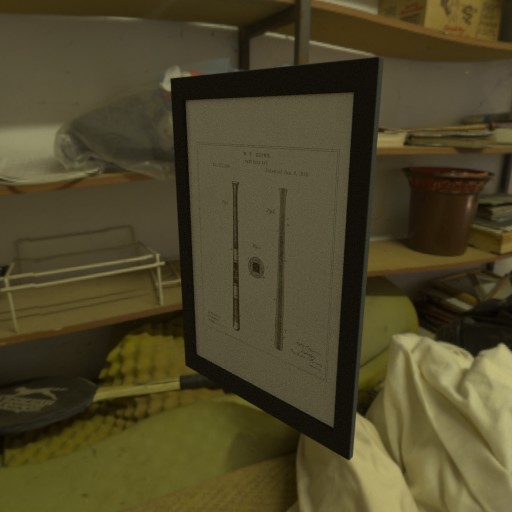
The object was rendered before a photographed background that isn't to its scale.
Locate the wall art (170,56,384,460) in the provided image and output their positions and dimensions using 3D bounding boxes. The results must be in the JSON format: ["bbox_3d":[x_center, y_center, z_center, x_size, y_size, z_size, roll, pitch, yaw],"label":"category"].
[{"bbox_3d":[0.000,0.000,0.679,0.374,0.529,0.012,15,23,41],"label":"wall art"}]
